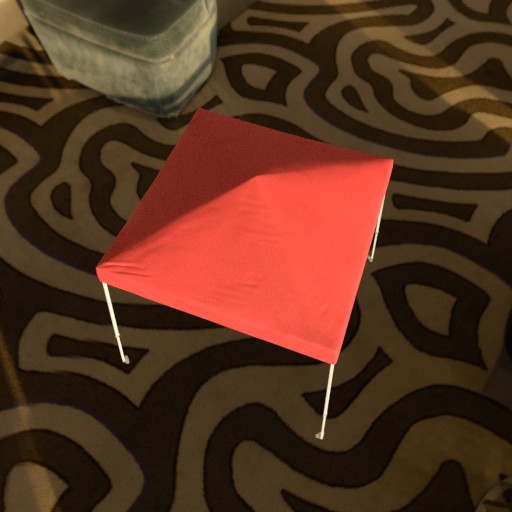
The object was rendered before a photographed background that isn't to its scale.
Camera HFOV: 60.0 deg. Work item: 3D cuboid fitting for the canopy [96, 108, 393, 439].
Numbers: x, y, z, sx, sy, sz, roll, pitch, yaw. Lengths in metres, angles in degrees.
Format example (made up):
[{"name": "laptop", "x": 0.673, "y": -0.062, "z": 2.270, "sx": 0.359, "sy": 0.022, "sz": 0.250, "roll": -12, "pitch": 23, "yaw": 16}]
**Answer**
[{"name": "canopy", "x": 0.000, "y": 0.000, "z": 6.681, "sx": 3.600, "sy": 3.600, "sz": 3.599, "roll": 18, "pitch": 61, "yaw": 10}]
